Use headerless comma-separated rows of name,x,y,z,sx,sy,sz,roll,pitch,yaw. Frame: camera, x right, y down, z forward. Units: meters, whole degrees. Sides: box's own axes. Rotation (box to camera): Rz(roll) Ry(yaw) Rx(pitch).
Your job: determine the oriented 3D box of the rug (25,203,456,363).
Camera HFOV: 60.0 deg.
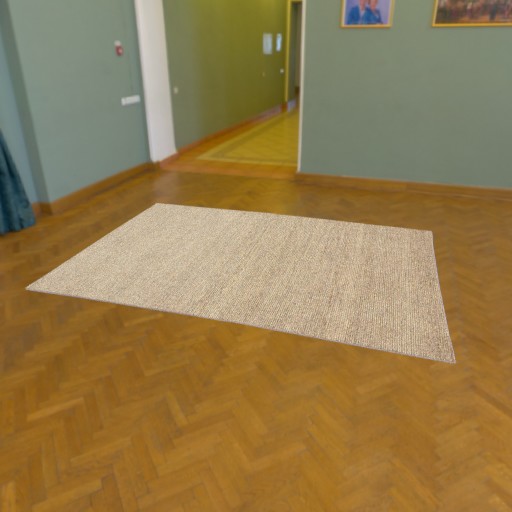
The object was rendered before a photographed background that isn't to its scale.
rug,0.000,0.000,2.975,2.342,0.030,1.609,7,27,15
